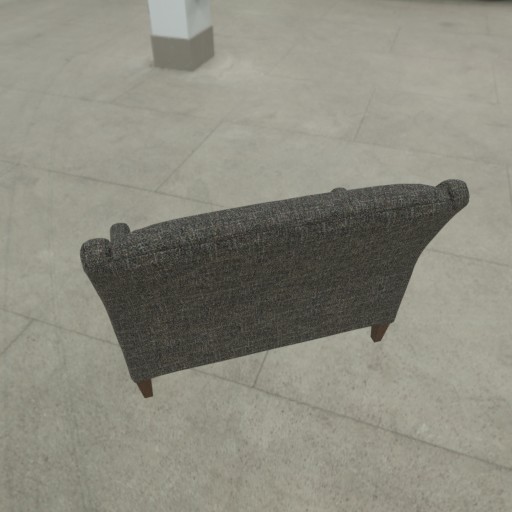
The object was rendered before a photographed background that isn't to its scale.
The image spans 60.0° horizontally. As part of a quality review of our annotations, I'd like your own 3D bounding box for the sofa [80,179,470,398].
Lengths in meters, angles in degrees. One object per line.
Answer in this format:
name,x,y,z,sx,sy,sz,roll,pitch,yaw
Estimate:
sofa,0.000,0.000,1.934,1.242,1.021,0.870,-11,42,-12
